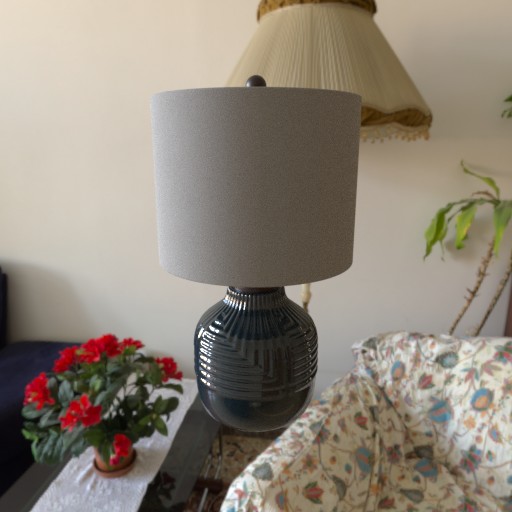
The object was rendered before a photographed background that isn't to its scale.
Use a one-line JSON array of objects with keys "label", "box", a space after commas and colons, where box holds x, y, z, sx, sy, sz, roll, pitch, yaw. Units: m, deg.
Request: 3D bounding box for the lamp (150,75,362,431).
[{"label": "lamp", "box": [0.000, 0.000, 0.744, 0.318, 0.567, 0.318, 0, 15, 0]}]
